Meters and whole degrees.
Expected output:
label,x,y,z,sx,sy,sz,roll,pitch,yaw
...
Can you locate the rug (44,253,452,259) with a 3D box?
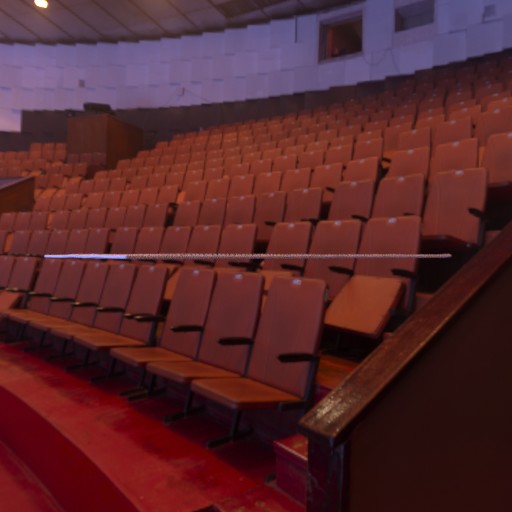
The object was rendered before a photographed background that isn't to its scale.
label,x,y,z,sx,sy,sz,roll,pitch,yaw
rug,0.000,0.000,3.113,2.438,0.034,1.521,0,0,-37
